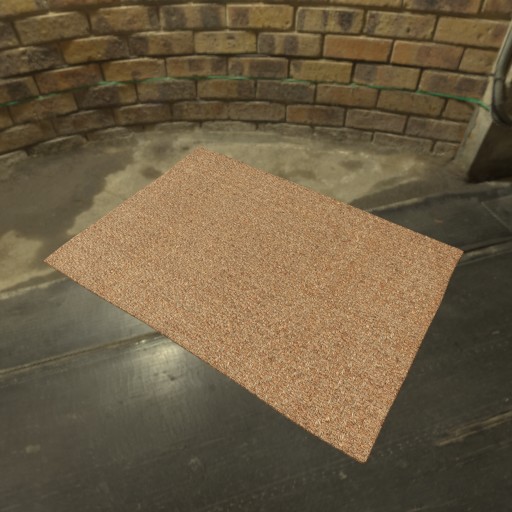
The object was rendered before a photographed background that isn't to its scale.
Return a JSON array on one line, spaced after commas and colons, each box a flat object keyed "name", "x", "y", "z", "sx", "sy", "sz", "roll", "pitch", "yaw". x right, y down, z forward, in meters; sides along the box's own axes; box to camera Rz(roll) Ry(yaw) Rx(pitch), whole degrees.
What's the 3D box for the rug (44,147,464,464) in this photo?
[{"name": "rug", "x": 0.000, "y": 0.000, "z": 2.744, "sx": 2.141, "sy": 0.013, "sz": 1.566, "roll": 25, "pitch": 51, "yaw": 22}]
